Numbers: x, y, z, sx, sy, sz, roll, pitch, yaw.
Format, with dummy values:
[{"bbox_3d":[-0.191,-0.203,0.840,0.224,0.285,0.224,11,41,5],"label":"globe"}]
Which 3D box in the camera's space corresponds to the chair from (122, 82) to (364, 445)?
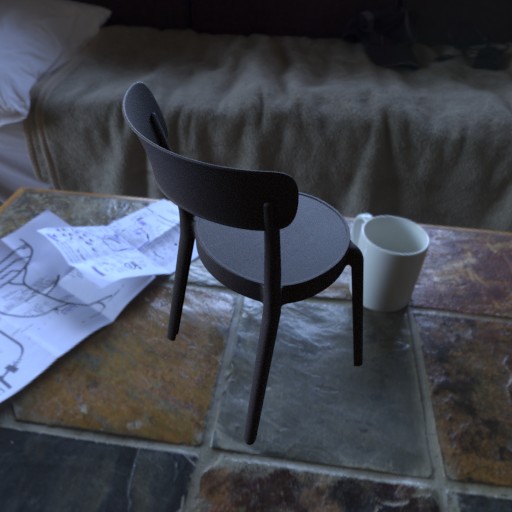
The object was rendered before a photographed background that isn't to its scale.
[{"bbox_3d":[0.000,0.000,1.118,0.491,0.790,0.506,-26,46,-27],"label":"chair"}]
